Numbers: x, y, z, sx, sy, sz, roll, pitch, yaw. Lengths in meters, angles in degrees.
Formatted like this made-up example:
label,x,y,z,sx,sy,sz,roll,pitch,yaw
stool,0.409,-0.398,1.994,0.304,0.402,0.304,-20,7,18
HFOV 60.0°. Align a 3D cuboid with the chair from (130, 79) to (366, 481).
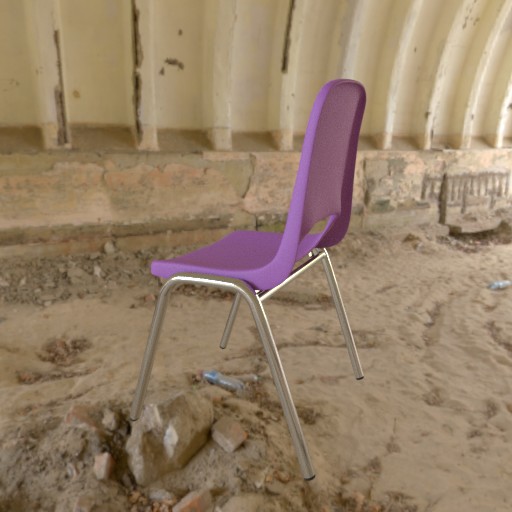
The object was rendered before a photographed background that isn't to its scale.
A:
label,x,y,z,sx,sy,sz,roll,pitch,yaw
chair,0.000,0.000,0.688,0.301,0.493,0.291,7,16,25
